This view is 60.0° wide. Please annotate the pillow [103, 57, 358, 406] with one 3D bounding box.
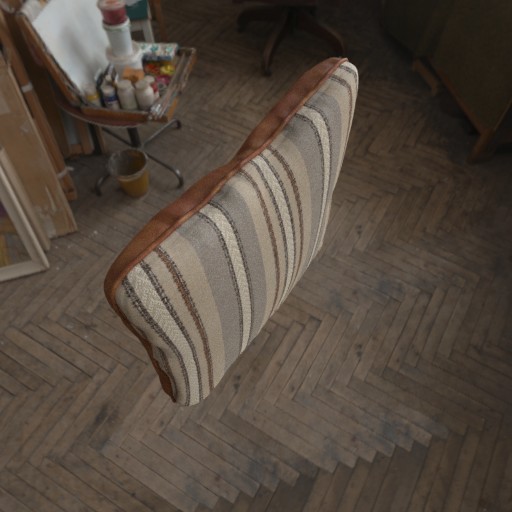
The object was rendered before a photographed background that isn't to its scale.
[{"bbox_3d":[0.000,0.000,0.741,0.130,0.490,0.489,32,64,18],"label":"pillow"}]
